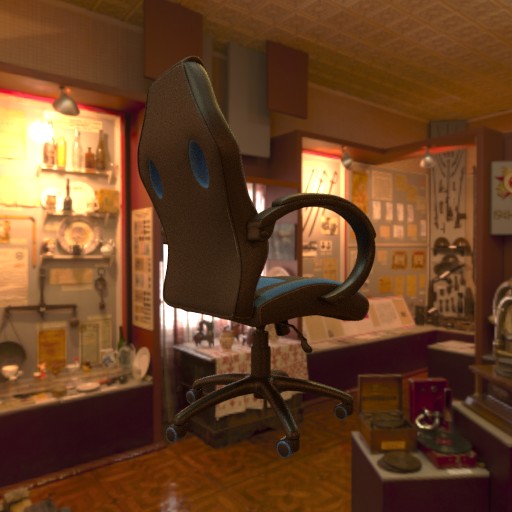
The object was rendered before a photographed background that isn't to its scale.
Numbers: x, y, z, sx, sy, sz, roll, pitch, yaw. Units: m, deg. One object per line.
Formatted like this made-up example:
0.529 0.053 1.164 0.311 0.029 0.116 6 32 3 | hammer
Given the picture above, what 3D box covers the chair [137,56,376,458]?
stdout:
0.000 0.000 1.594 0.724 1.187 0.673 0 1 -36 | chair
